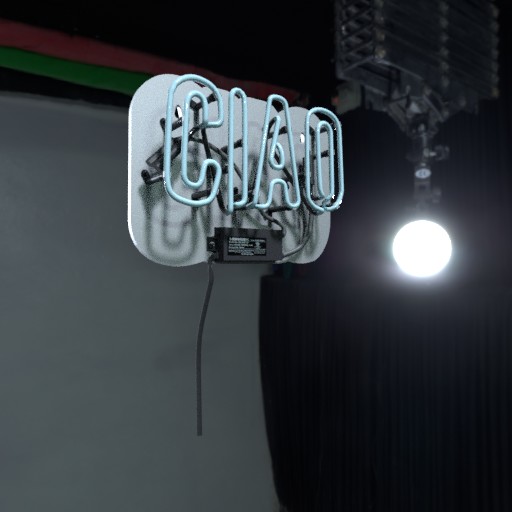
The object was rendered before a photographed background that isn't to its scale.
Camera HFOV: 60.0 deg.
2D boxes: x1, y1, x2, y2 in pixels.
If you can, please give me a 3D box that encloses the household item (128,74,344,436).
[{"bbox_3d":[0.000,0.000,0.385,0.211,0.294,0.042,0,-1,-35],"label":"household item"}]
